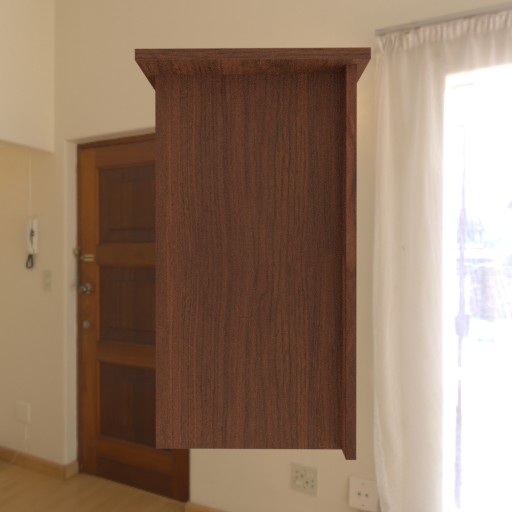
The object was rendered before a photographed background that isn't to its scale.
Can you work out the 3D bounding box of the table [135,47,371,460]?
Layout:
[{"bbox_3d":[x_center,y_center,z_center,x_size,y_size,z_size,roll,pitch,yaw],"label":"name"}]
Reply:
[{"bbox_3d":[0.000,0.000,1.050,0.406,0.711,0.589,0,0,1],"label":"table"}]
